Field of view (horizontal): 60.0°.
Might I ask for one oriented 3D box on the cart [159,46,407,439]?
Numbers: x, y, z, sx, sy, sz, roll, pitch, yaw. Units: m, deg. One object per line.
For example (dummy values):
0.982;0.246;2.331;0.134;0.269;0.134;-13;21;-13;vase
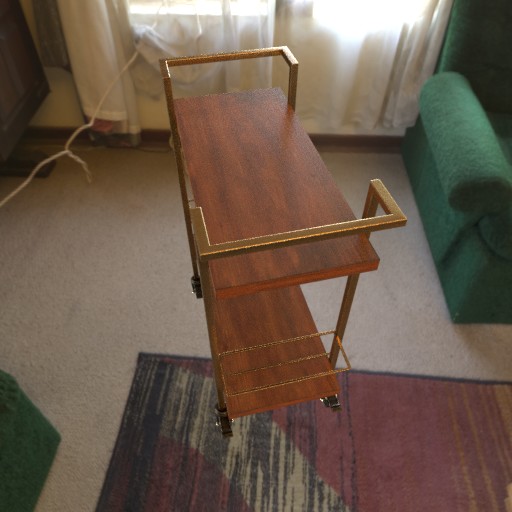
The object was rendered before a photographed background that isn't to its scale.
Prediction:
0.000;0.000;1.196;0.364;0.807;0.695;-10;48;-9;cart
